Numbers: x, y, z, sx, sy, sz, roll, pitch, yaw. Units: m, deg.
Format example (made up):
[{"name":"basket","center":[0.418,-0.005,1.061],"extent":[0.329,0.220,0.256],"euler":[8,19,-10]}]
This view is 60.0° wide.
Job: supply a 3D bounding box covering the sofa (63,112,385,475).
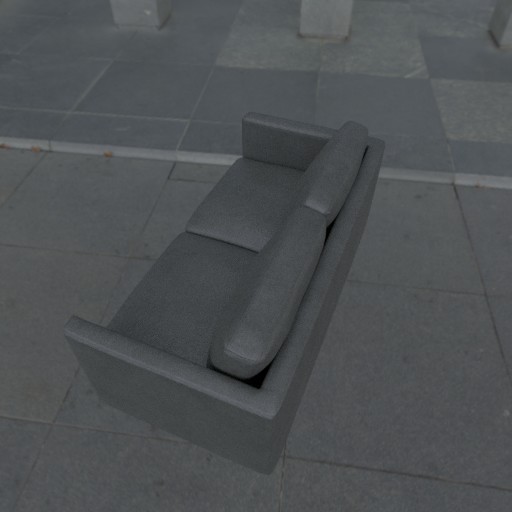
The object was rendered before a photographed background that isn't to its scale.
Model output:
[{"name":"sofa","center":[0.000,0.000,2.425],"extent":[0.951,0.933,1.883],"euler":[17,49,15]}]
